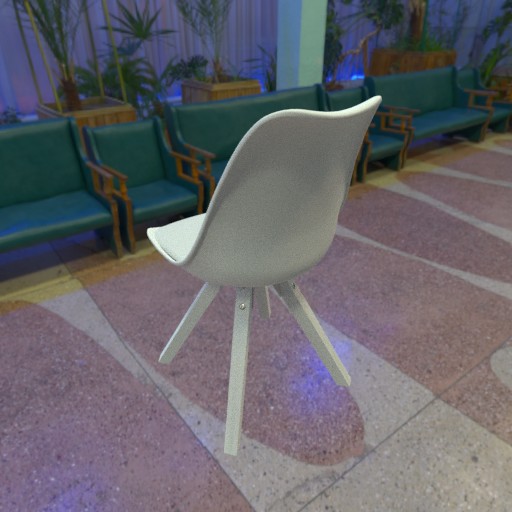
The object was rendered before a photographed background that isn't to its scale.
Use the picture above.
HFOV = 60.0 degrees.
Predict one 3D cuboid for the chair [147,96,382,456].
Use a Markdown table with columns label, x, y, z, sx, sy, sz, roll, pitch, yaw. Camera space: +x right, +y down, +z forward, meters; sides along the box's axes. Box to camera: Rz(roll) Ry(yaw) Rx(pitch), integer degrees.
| label | x | y | z | sx | sy | sz | roll | pitch | yaw |
| --- | --- | --- | --- | --- | --- | --- | --- | --- | --- |
| chair | 0.000 | 0.000 | 1.164 | 0.485 | 0.850 | 0.550 | -19 | 35 | -30 |
